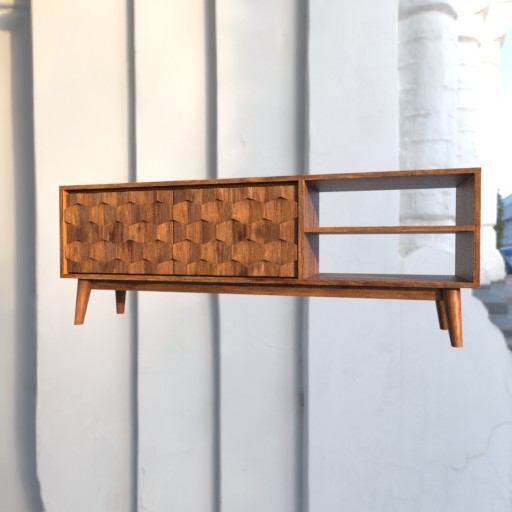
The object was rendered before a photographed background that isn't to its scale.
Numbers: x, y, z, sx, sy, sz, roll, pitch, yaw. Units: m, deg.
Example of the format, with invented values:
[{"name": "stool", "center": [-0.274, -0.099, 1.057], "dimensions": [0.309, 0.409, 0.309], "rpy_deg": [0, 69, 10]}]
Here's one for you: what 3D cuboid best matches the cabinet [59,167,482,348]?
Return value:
[{"name": "cabinet", "center": [0.000, 0.000, 1.646], "dimensions": [1.448, 0.528, 0.349], "rpy_deg": [0, 1, 16]}]
